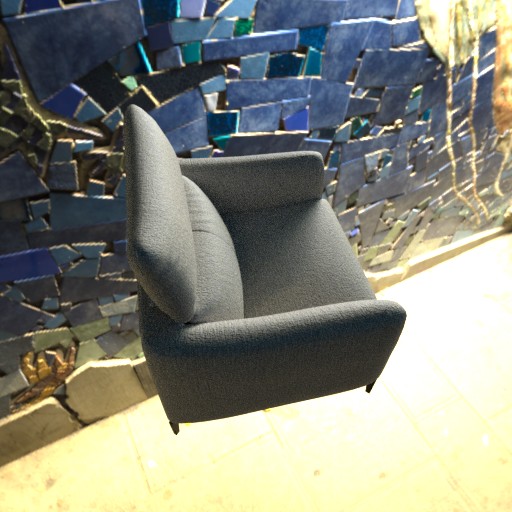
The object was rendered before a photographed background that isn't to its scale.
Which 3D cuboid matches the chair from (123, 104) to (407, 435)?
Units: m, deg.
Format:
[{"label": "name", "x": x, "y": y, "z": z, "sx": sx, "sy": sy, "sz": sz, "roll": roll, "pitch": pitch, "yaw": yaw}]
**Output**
[{"label": "chair", "x": 0.000, "y": 0.000, "z": 1.677, "sx": 0.835, "sy": 0.967, "sz": 0.972, "roll": -9, "pitch": 48, "yaw": -8}]
